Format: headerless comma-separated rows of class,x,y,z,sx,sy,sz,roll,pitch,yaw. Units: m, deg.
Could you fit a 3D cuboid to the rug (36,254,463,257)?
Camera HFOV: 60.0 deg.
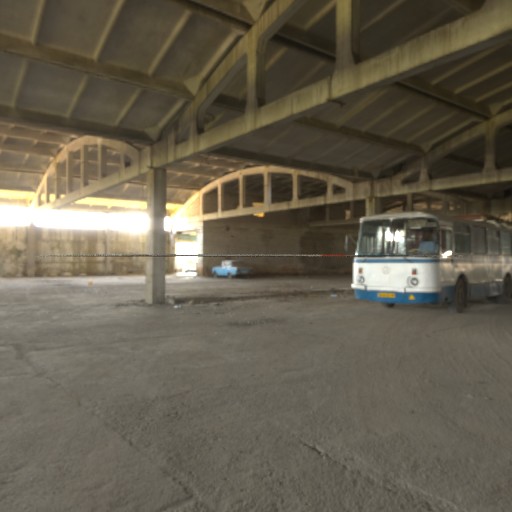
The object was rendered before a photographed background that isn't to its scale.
rug,0.000,0.000,2.254,1.828,0.005,1.220,0,0,-37
